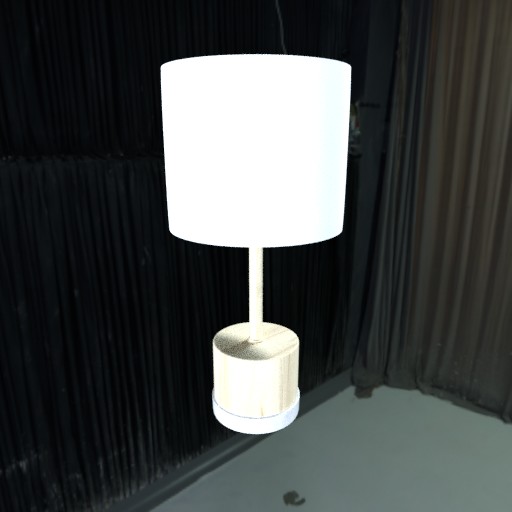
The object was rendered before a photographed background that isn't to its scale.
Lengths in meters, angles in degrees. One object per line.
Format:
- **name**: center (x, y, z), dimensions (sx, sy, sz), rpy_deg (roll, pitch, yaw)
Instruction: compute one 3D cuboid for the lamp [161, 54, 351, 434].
- **lamp**: center (0.000, 0.000, 0.603), dimensions (0.229, 0.470, 0.229), rpy_deg (-15, 21, -42)
